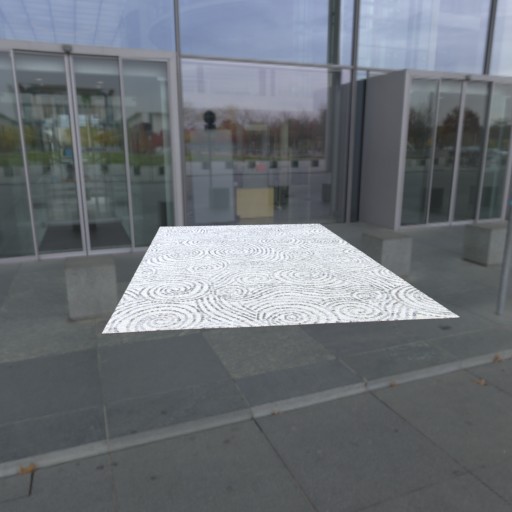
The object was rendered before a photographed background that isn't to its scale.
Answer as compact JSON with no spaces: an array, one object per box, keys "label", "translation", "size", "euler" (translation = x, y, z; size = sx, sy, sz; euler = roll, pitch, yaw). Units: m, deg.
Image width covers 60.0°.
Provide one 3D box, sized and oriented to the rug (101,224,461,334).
[{"label":"rug","translation":[0.000,0.000,3.030],"size":[1.524,0.005,2.439],"euler":[-2,14,-6]}]
